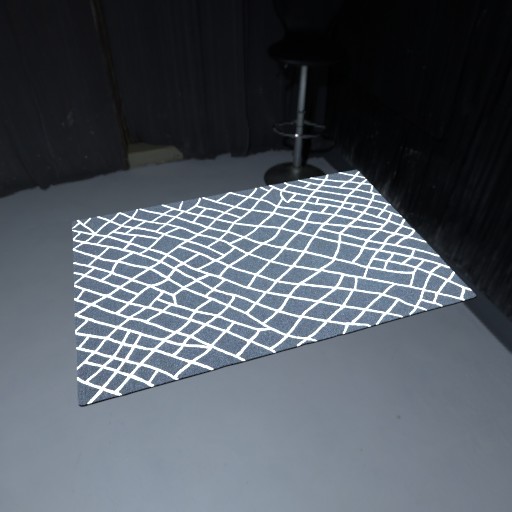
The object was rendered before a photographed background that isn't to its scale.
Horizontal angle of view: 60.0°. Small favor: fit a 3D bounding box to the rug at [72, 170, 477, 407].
[{"bbox_3d":[0.000,0.000,2.332,1.830,0.013,1.223,-12,43,-13],"label":"rug"}]
